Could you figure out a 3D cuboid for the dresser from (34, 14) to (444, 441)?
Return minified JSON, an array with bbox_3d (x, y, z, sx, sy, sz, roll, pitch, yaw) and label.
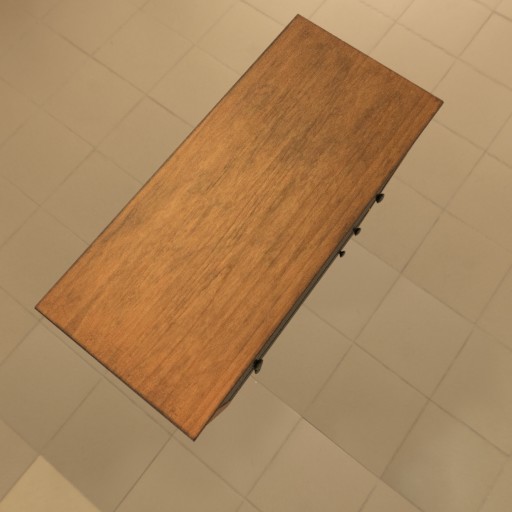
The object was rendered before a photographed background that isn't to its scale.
[{"bbox_3d":[0.000,0.000,1.890,0.591,1.224,1.250,36,77,9],"label":"dresser"}]
